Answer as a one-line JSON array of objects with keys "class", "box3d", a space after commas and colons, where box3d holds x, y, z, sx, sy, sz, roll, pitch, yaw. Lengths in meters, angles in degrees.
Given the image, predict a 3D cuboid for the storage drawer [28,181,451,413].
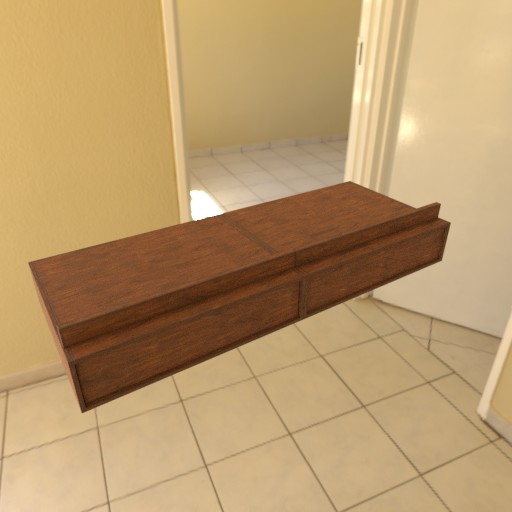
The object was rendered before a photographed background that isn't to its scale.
[{"class": "storage drawer", "box3d": [0.000, 0.000, 2.178, 1.914, 0.339, 0.774, -18, 34, -28]}]
